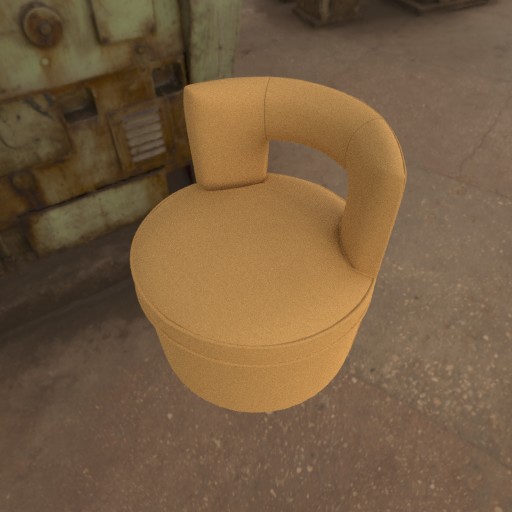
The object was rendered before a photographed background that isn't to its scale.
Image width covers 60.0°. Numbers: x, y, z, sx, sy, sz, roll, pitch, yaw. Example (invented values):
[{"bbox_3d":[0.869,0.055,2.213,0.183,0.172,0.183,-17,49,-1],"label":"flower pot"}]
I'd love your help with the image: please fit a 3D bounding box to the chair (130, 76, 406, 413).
[{"bbox_3d":[0.000,0.000,1.212,0.650,0.723,0.665,30,54,25],"label":"chair"}]
